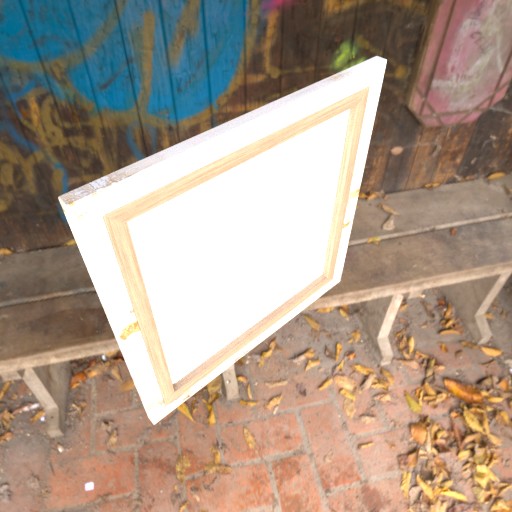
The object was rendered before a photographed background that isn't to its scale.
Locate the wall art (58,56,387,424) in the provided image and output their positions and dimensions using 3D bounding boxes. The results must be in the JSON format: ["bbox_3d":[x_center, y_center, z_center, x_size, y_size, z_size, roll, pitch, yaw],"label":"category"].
[{"bbox_3d":[0.000,0.000,1.465,1.015,1.018,0.040,-33,55,-27],"label":"wall art"}]
